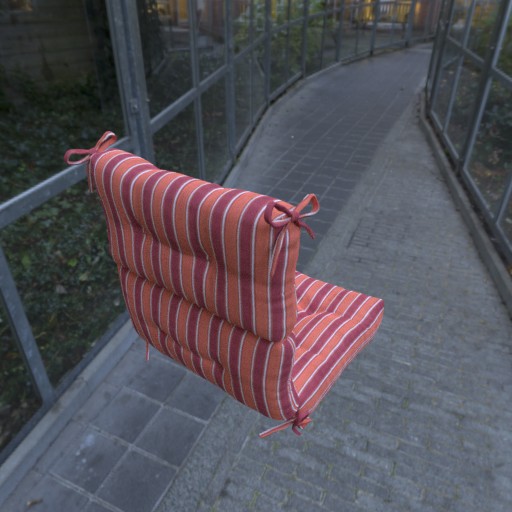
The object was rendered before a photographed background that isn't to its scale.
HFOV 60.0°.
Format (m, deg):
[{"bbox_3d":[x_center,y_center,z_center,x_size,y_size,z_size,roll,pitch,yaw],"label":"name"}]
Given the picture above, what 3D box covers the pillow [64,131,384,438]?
[{"bbox_3d":[0.000,0.000,1.041,0.519,0.605,0.571,22,38,31],"label":"pillow"}]
